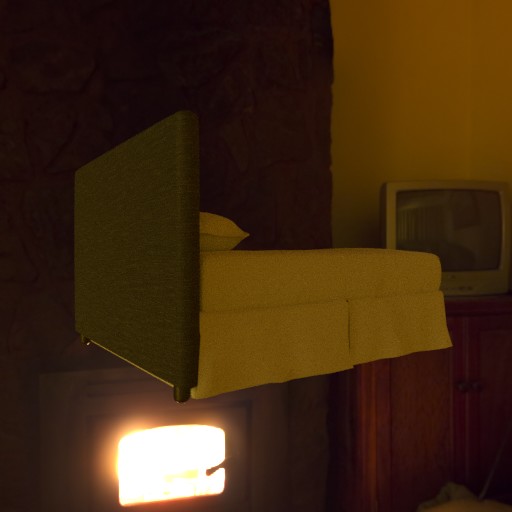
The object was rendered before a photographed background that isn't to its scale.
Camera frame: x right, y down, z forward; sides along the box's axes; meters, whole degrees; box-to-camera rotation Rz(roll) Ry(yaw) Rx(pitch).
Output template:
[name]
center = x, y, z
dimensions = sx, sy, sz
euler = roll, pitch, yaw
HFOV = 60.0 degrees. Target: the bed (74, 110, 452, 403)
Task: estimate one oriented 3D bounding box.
[bed]
center = 0.000, 0.000, 3.275
dimensions = 2.142, 1.330, 1.884
euler = 0, 0, -36
